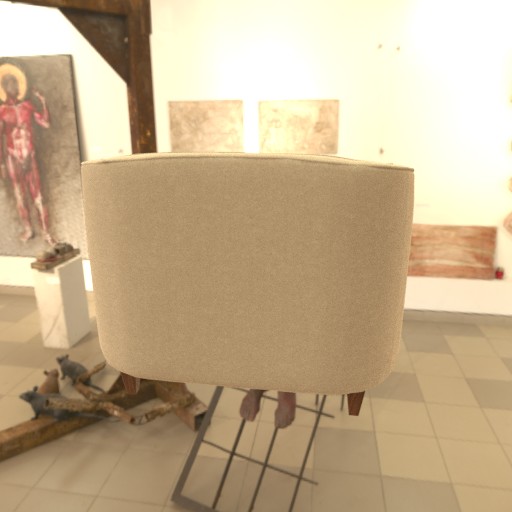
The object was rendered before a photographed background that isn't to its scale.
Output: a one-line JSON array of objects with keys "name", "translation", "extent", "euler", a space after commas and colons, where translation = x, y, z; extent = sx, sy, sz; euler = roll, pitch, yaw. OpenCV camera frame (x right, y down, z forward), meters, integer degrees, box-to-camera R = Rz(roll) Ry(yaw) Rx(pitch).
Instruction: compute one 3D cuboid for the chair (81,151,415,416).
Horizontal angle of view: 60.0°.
[{"name": "chair", "translation": [0.000, 0.000, 1.753], "extent": [1.104, 0.852, 0.941], "euler": [3, 17, 8]}]
